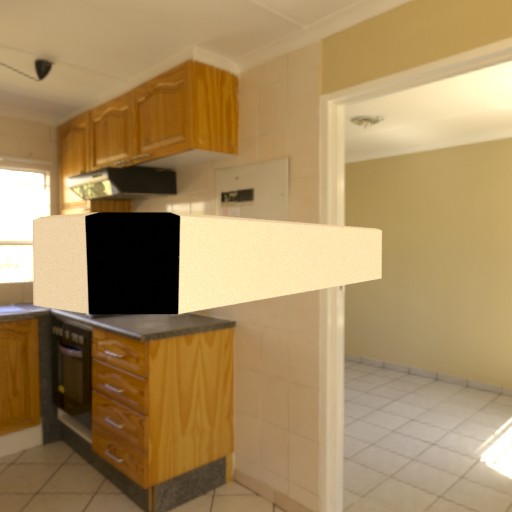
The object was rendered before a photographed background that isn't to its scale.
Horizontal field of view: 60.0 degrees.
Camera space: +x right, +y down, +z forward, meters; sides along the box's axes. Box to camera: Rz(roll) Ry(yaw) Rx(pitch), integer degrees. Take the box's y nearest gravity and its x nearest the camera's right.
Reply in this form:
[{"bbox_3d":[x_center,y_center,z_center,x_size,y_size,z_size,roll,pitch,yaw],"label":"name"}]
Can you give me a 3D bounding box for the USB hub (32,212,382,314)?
[{"bbox_3d":[0.000,0.000,0.162,0.044,0.023,0.145,1,2,36],"label":"USB hub"}]
